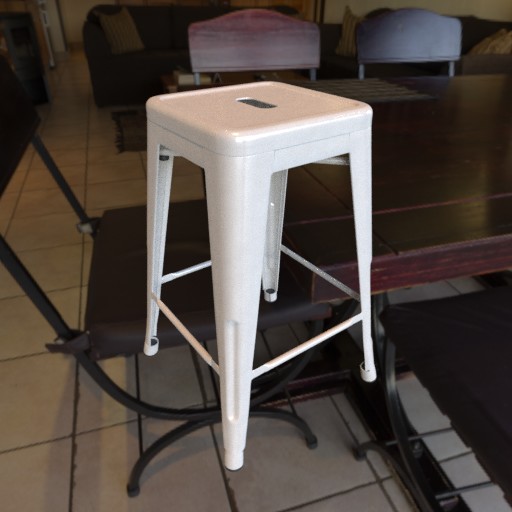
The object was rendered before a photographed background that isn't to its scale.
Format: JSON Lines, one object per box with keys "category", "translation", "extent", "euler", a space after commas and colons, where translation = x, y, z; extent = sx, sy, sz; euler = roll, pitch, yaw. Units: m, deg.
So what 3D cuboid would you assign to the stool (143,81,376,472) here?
{"category": "stool", "translation": [0.000, 0.000, 0.902], "extent": [0.406, 0.610, 0.406], "euler": [-21, 37, -30]}
